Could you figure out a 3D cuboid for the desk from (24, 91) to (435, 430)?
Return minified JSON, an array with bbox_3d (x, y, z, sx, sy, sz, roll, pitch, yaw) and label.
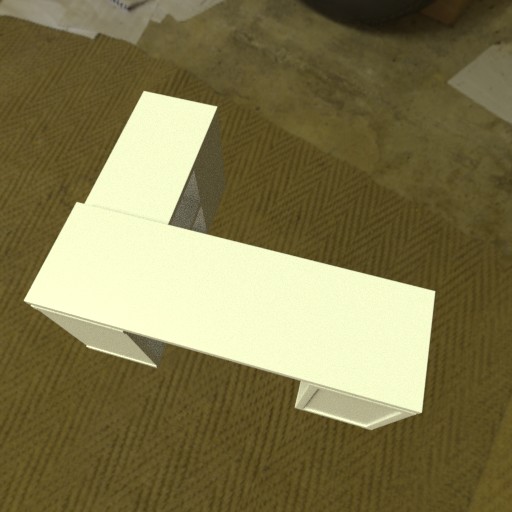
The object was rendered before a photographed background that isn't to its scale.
[{"bbox_3d":[0.000,0.000,2.208,1.524,0.753,1.200,14,65,7],"label":"desk"}]
